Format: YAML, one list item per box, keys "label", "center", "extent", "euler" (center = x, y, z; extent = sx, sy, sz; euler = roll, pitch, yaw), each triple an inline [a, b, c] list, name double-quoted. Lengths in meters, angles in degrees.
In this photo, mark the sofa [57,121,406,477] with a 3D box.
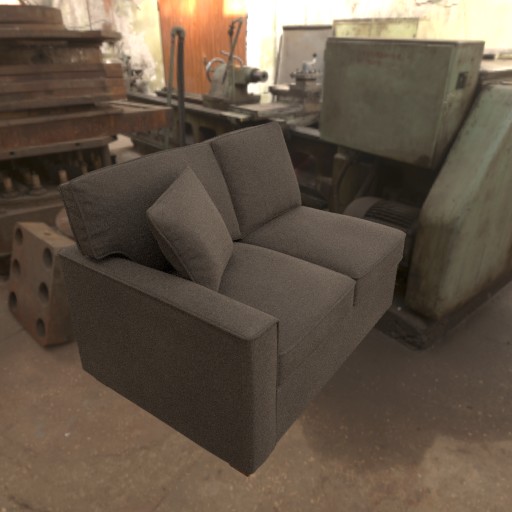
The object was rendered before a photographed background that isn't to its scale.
- label: "sofa"
  center: [0.000, 0.000, 2.062]
  extent: [0.991, 0.989, 1.388]
  euler: [18, 31, 31]
